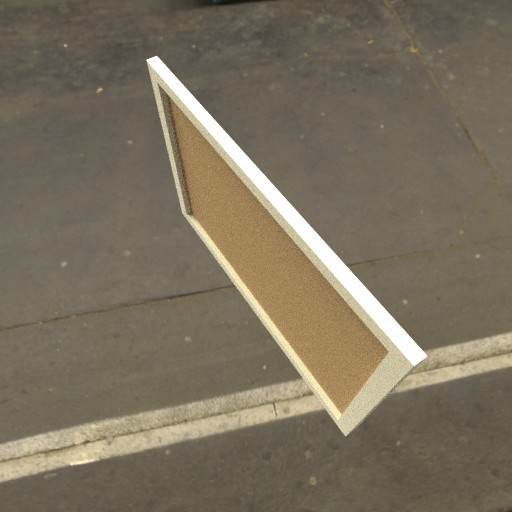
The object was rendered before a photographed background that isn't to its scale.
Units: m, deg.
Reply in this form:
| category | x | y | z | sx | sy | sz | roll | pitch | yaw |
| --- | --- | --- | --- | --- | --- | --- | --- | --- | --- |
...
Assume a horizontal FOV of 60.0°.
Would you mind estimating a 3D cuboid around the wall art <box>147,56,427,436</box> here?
| category | x | y | z | sx | sy | sz | roll | pitch | yaw |
| --- | --- | --- | --- | --- | --- | --- | --- | --- | --- |
| wall art | 0.000 | 0.000 | 1.432 | 0.038 | 0.767 | 1.144 | -30 | 63 | -17 |
